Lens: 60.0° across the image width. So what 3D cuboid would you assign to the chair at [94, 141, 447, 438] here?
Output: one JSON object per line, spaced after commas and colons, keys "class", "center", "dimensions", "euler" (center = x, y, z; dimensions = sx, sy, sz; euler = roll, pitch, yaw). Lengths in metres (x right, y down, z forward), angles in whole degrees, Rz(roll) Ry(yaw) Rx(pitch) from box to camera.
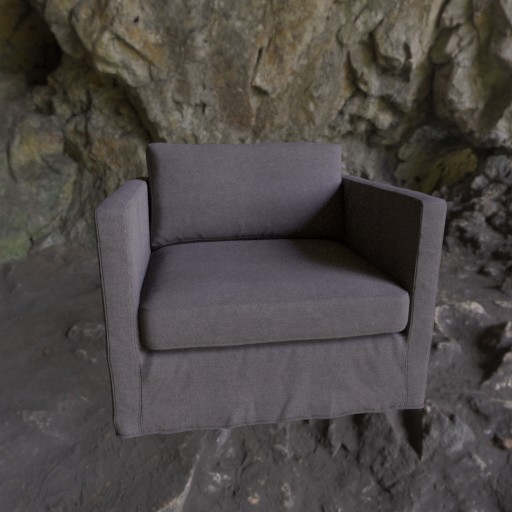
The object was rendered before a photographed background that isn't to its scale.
{"class": "chair", "center": [0.000, 0.000, 1.750], "dimensions": [1.057, 0.863, 0.949], "euler": [-2, 16, -9]}
